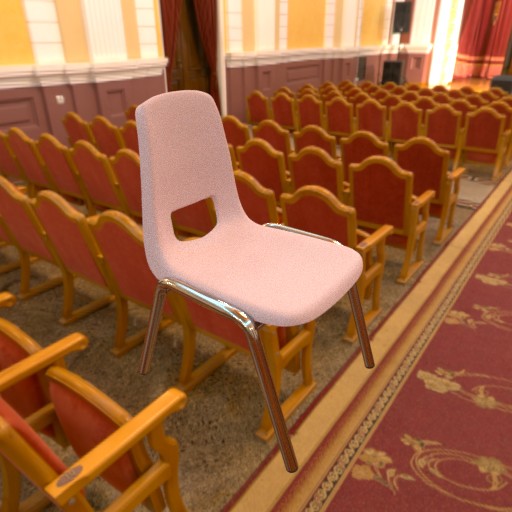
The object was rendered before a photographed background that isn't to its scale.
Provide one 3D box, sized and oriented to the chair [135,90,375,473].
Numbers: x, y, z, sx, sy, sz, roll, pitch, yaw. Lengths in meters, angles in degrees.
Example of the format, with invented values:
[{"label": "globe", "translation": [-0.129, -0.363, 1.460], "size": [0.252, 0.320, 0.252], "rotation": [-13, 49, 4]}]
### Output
[{"label": "chair", "translation": [0.000, 0.000, 0.871], "size": [0.423, 0.586, 0.354], "rotation": [18, 32, 32]}]
